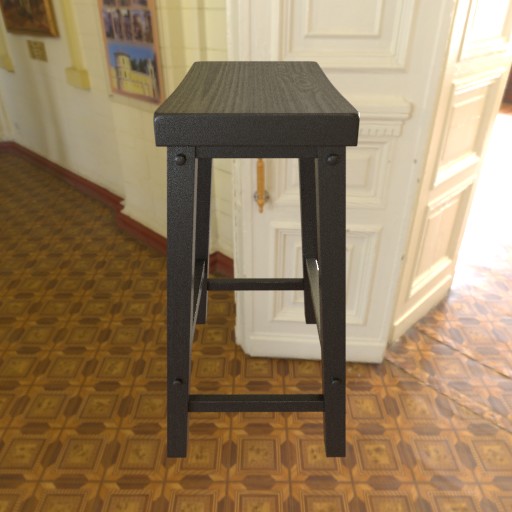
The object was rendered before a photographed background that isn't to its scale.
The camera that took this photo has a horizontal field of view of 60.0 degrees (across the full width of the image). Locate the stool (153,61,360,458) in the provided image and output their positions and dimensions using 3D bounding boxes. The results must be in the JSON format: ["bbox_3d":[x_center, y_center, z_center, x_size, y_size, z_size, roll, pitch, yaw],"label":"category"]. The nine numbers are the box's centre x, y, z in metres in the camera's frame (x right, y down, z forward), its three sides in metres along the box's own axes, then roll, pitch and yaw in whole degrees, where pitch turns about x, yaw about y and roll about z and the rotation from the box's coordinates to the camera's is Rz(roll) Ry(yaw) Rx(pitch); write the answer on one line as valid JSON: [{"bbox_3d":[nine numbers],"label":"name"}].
[{"bbox_3d":[0.000,0.000,0.816,0.322,0.610,0.406,0,31,0],"label":"stool"}]
